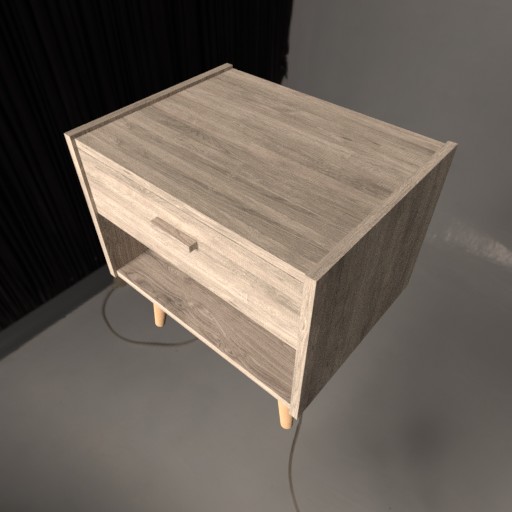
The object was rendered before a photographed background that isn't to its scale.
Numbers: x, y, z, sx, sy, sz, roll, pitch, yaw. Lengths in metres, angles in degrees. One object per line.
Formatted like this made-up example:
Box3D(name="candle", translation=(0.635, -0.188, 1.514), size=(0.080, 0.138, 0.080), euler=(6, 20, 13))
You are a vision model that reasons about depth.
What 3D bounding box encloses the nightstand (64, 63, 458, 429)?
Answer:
Box3D(name="nightstand", translation=(0.000, 0.000, 0.854), size=(0.480, 0.500, 0.380), euler=(31, 52, 28))
